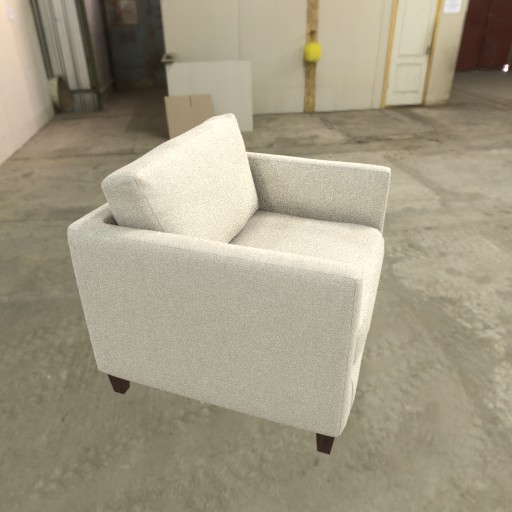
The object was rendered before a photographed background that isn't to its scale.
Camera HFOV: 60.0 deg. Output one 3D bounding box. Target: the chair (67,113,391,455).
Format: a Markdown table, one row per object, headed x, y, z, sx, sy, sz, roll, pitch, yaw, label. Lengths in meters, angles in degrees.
| x | y | z | sx | sy | sz | roll | pitch | yaw | label |
| --- | --- | --- | --- | --- | --- | --- | --- | --- | --- |
| 0.000 | 0.000 | 1.764 | 0.959 | 0.919 | 0.996 | 10 | 31 | 17 | chair |
